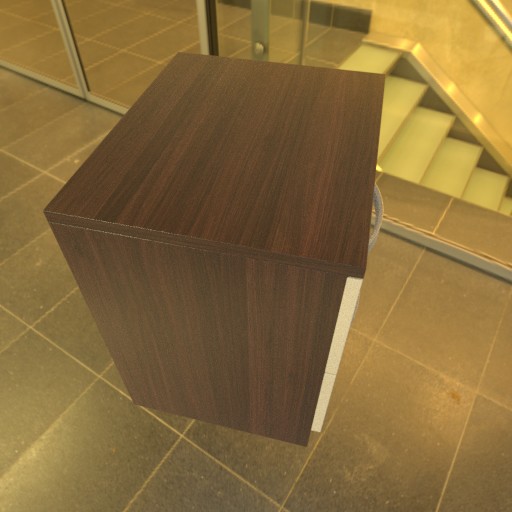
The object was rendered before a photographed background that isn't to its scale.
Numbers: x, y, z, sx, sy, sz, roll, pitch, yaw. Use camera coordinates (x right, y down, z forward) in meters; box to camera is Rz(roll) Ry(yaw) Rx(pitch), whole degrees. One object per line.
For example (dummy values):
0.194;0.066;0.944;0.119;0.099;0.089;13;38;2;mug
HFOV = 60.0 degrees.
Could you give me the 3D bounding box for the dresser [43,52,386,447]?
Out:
0.000;0.000;0.737;0.360;0.470;0.400;10;48;9;dresser
